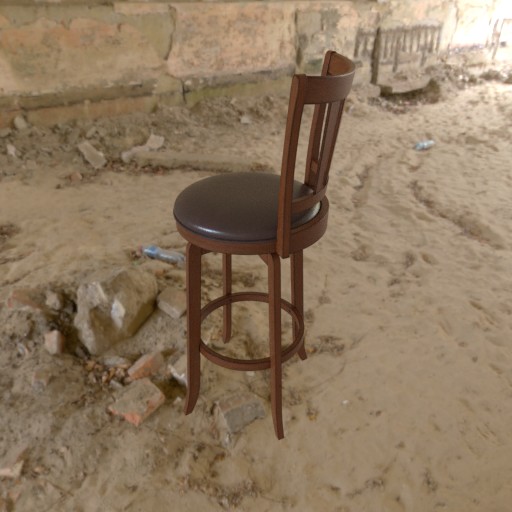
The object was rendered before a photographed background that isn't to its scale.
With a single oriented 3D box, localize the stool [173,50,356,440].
[{"bbox_3d":[0.000,0.000,1.432,0.503,1.177,0.464,9,32,15],"label":"stool"}]
